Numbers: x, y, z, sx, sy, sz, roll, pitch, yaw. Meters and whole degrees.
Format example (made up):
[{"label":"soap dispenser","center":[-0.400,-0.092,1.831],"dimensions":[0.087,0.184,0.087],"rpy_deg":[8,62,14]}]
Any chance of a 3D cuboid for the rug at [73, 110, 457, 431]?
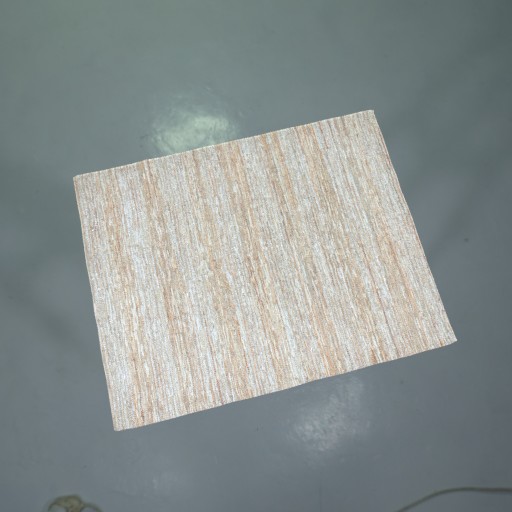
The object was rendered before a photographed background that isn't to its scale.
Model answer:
[{"label":"rug","center":[0.000,0.000,3.931],"dimensions":[2.939,0.009,2.313],"rpy_deg":[-14,76,-3]}]
